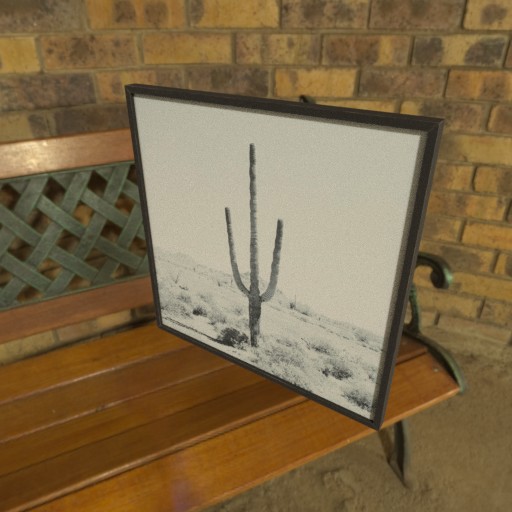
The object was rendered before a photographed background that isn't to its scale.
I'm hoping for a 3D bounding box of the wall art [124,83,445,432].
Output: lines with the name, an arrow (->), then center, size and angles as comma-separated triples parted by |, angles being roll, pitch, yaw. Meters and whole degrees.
wall art -> 0.000, 0.000, 1.124 | 0.762, 0.762, 0.038 | 18, 34, 29
